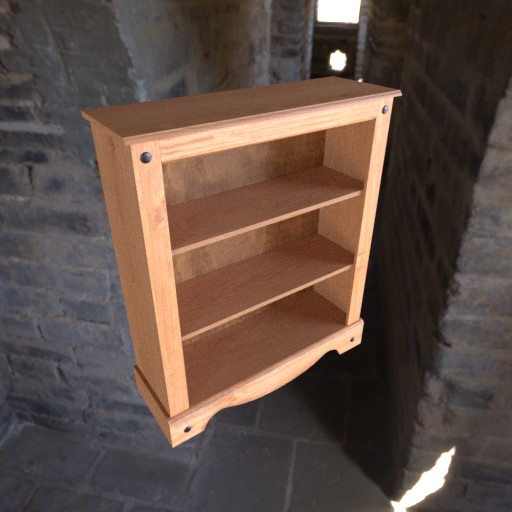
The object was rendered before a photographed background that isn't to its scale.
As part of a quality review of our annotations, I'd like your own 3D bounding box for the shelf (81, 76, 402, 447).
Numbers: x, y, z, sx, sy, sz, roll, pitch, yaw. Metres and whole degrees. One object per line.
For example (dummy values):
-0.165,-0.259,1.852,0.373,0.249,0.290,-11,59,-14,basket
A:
0.000,0.000,1.441,0.840,0.980,0.291,-20,37,-29,shelf
